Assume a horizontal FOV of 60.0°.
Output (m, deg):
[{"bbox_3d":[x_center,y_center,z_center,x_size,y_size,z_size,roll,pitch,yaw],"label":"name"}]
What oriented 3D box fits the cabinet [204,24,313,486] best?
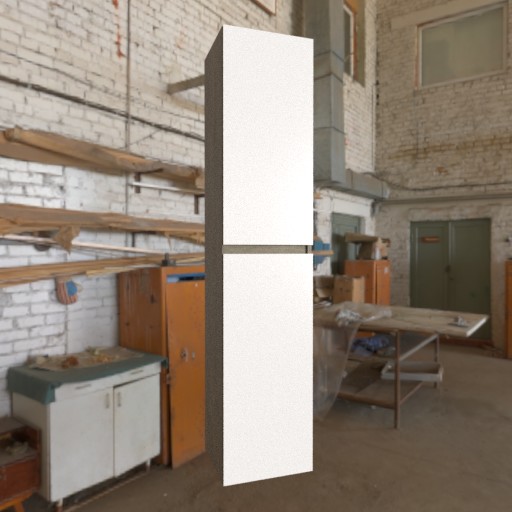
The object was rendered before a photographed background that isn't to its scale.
[{"bbox_3d":[0.000,0.000,1.518,0.300,1.400,0.270,0,1,-18],"label":"cabinet"}]
